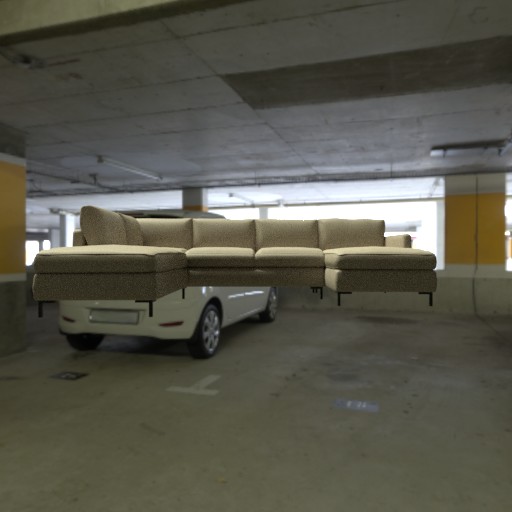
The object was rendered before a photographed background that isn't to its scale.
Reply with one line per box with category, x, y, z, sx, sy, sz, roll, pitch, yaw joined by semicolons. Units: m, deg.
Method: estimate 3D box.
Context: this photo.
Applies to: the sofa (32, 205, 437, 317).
sofa;0.000;0.000;3.623;2.737;0.756;1.879;0;0;0
